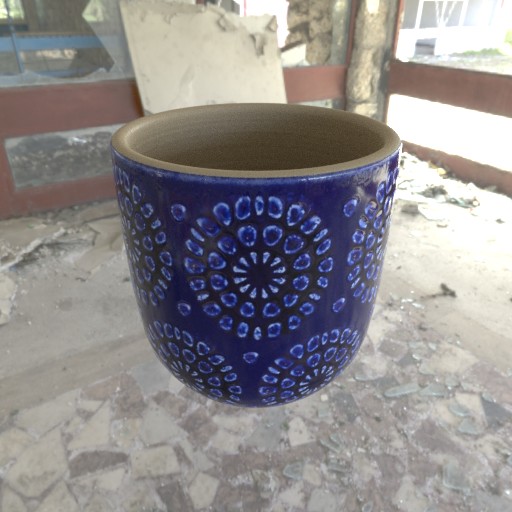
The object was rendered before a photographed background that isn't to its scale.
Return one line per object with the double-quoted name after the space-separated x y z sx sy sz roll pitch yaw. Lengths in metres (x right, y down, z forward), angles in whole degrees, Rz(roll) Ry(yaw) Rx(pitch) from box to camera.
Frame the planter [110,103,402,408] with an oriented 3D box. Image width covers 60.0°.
0.000 0.000 0.197 0.109 0.112 0.109 0 29 0 "planter"
